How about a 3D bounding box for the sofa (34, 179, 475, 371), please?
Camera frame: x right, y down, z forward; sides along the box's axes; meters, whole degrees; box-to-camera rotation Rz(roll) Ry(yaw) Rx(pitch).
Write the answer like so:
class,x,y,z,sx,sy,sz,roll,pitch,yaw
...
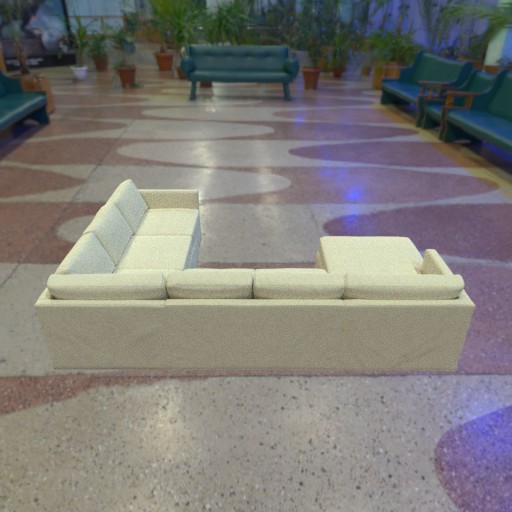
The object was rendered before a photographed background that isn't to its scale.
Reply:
class,x,y,z,sx,sy,sz,roll,pitch,yaw
sofa,0.000,0.000,4.589,3.464,0.882,2.448,0,30,0
